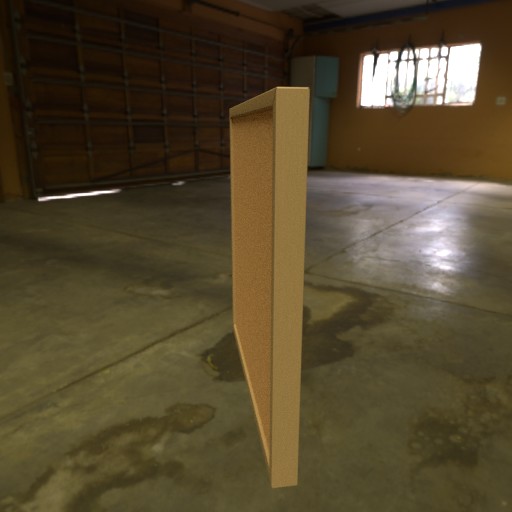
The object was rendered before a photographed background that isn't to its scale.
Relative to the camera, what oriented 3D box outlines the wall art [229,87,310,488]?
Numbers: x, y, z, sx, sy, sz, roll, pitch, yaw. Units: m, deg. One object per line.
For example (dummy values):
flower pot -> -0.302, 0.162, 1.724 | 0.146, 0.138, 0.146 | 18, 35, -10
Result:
wall art -> 0.000, 0.000, 0.773 | 0.036, 0.509, 0.509 | -2, 16, -8
